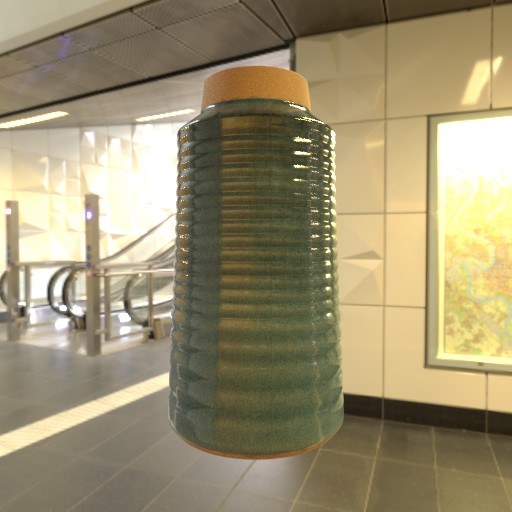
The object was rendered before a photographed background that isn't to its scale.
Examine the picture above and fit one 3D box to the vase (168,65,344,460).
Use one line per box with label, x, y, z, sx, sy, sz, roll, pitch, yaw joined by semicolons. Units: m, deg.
vase;0.000;0.000;0.416;0.163;0.316;0.163;0;2;0
